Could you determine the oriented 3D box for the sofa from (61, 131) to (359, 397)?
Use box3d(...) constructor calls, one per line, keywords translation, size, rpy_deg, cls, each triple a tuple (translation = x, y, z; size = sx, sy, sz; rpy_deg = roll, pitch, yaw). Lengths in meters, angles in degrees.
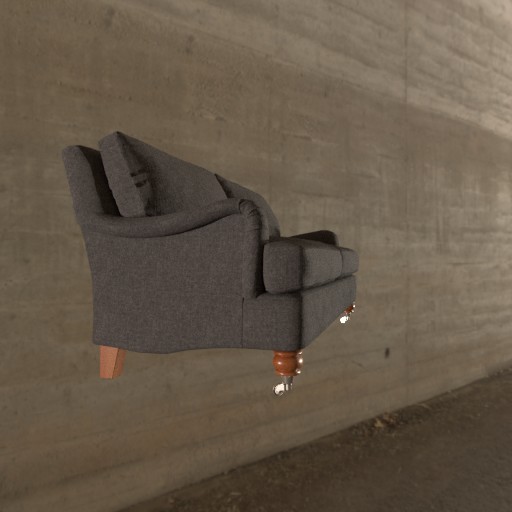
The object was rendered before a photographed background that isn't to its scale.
box3d(translation=(0.000, 0.000, 2.704), size=(1.087, 1.054, 2.160), rpy_deg=(0, 0, 18), cls="sofa")
